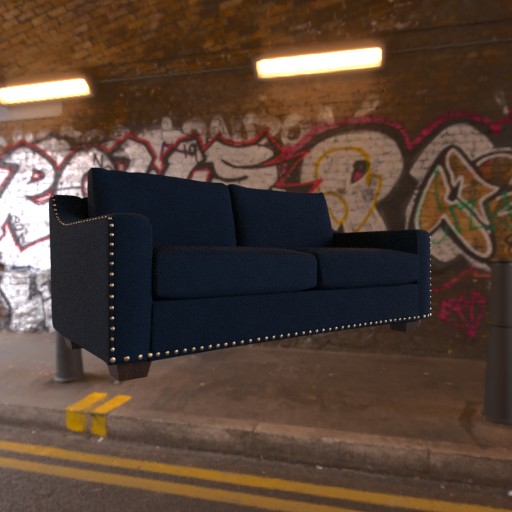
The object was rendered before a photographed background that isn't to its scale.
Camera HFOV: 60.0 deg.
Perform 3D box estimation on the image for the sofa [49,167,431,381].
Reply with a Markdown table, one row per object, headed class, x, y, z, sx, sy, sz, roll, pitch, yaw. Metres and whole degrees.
| class | x | y | z | sx | sy | sz | roll | pitch | yaw |
| --- | --- | --- | --- | --- | --- | --- | --- | --- | --- |
| sofa | 0.000 | 0.000 | 2.685 | 2.107 | 0.983 | 1.104 | 0 | 0 | -36 |
